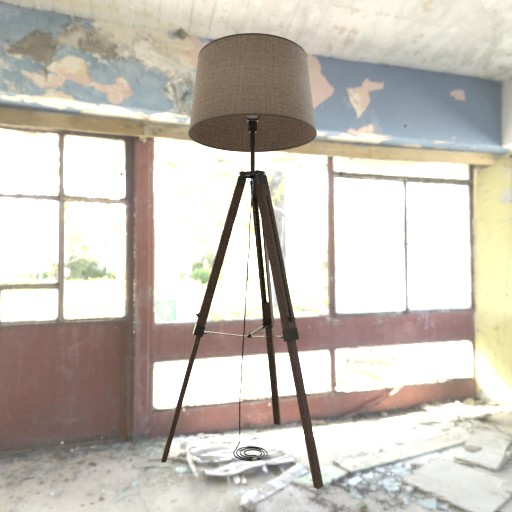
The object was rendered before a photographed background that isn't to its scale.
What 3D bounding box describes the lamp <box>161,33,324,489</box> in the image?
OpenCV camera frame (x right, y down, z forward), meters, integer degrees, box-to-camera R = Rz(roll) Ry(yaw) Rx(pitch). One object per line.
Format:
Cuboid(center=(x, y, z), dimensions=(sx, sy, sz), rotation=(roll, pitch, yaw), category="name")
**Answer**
Cuboid(center=(0.000, 0.000, 1.752), dimensions=(0.604, 1.510, 0.587), rotation=(0, -1, 18), category="lamp")
